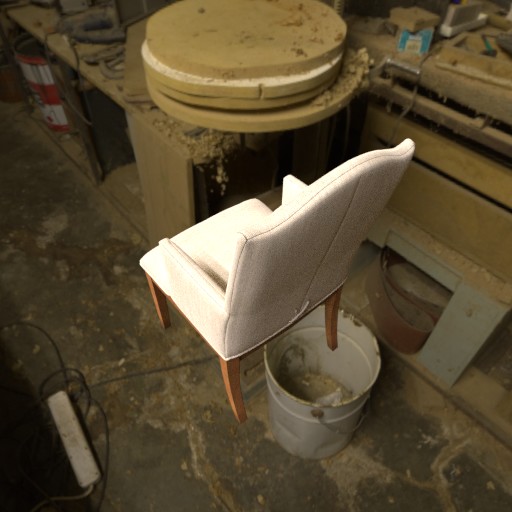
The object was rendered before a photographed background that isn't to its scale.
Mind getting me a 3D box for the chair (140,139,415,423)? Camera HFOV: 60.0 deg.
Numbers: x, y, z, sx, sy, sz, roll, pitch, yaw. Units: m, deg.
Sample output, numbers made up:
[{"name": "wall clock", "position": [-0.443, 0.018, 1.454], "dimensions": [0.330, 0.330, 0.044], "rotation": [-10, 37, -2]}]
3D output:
[{"name": "chair", "position": [0.000, 0.000, 1.380], "dimensions": [0.533, 1.016, 0.641], "rotation": [-31, 54, -26]}]
